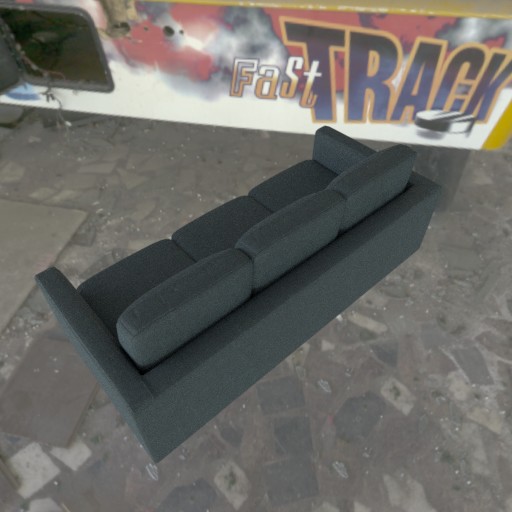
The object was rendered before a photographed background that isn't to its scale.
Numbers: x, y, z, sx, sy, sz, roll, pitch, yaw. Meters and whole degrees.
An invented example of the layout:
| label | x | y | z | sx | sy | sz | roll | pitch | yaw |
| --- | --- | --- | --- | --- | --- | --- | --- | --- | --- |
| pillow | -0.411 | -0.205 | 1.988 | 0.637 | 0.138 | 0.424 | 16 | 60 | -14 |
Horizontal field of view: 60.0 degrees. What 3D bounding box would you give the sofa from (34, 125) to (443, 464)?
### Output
| label | x | y | z | sx | sy | sz | roll | pitch | yaw |
| --- | --- | --- | --- | --- | --- | --- | --- | --- | --- |
| sofa | 0.000 | 0.000 | 2.460 | 2.013 | 0.945 | 0.935 | -33 | 55 | -27 |
